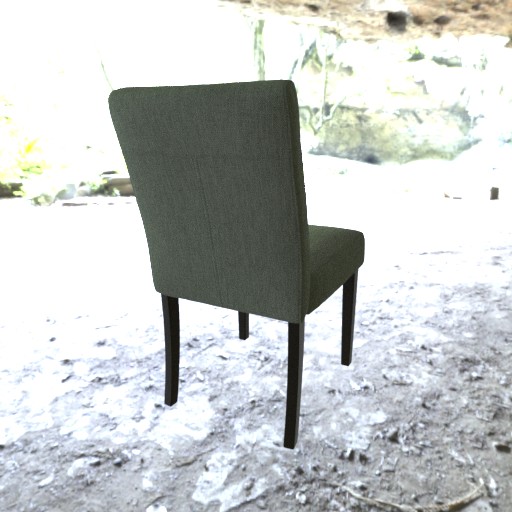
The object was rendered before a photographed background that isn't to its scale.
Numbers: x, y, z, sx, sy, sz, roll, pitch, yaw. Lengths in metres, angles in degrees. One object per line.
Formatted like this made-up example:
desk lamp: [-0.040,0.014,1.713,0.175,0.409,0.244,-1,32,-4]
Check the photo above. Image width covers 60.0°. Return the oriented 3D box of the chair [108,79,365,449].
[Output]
chair: [0.000,0.000,1.262,0.487,0.884,0.629,9,19,26]
